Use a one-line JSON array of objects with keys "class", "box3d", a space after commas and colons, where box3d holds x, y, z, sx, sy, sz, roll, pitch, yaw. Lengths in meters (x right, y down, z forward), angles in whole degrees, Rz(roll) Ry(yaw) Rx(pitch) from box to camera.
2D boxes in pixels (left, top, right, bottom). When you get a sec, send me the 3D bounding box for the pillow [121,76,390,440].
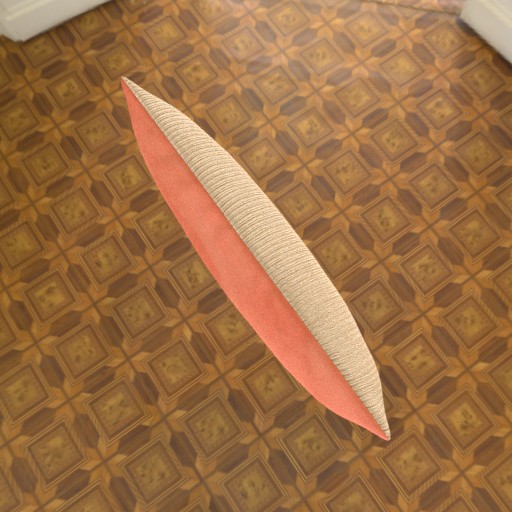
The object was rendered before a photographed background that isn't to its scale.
[{"class": "pillow", "box3d": [0.000, 0.000, 0.732, 0.155, 0.307, 0.608, -35, 79, -8]}]
